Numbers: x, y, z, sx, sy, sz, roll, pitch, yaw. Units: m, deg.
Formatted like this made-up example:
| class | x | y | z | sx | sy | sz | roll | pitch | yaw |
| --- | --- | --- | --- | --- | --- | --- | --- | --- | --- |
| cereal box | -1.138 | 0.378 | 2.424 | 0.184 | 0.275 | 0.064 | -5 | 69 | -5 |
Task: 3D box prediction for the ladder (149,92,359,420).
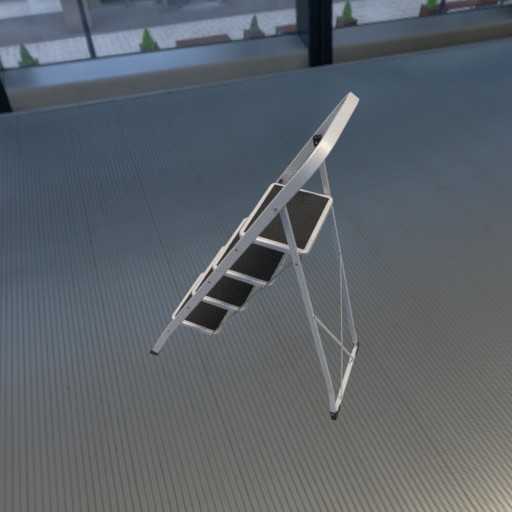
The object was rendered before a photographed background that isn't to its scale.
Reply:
| class | x | y | z | sx | sy | sz | roll | pitch | yaw |
| --- | --- | --- | --- | --- | --- | --- | --- | --- | --- |
| ladder | 0.000 | 0.000 | 1.690 | 0.914 | 1.265 | 0.460 | 17 | 48 | 16 |
